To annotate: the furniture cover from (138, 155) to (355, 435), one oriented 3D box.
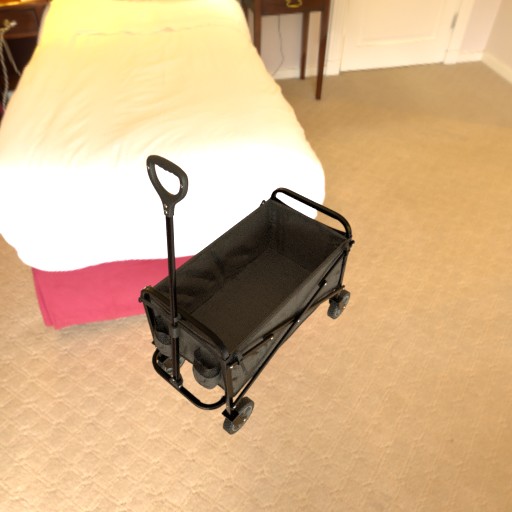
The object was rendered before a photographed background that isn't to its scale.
[{"bbox_3d":[0.000,0.000,1.833,0.532,1.295,1.038,31,53,27],"label":"furniture cover"}]
